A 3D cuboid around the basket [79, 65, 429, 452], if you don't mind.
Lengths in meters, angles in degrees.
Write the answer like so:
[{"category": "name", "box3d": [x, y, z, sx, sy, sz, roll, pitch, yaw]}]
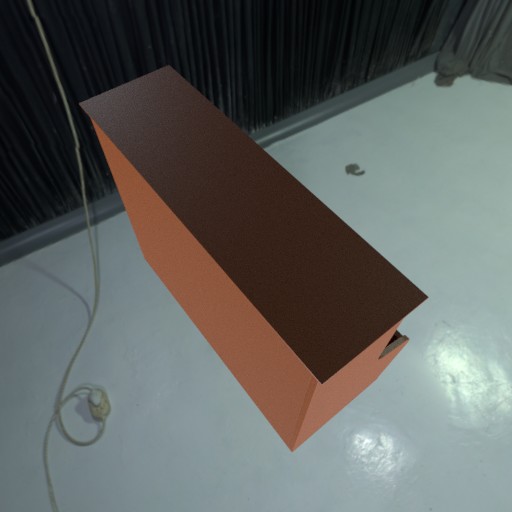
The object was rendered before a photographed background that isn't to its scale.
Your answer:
[{"category": "basket", "box3d": [0.000, 0.000, 1.131, 0.376, 0.625, 0.792, -33, 62, -20]}]
